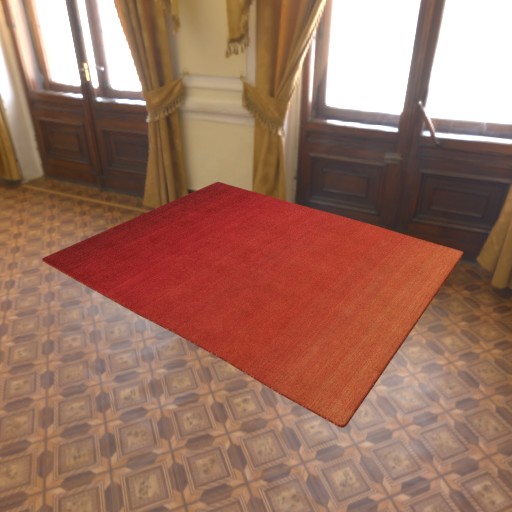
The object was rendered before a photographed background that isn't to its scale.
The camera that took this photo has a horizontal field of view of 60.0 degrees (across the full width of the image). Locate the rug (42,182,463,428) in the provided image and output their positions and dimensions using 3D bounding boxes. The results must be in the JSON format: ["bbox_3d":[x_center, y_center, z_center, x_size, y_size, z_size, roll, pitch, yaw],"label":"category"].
[{"bbox_3d":[0.000,0.000,3.894,2.905,0.028,2.340,21,36,31],"label":"rug"}]
